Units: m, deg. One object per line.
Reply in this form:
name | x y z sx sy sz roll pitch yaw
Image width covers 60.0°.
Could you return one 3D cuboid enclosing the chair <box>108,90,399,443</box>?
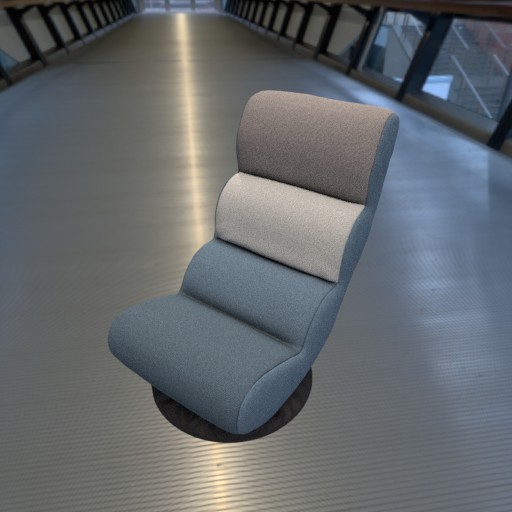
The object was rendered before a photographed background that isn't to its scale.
chair | 0.000 0.000 1.073 0.420 0.641 0.661 21 37 30
